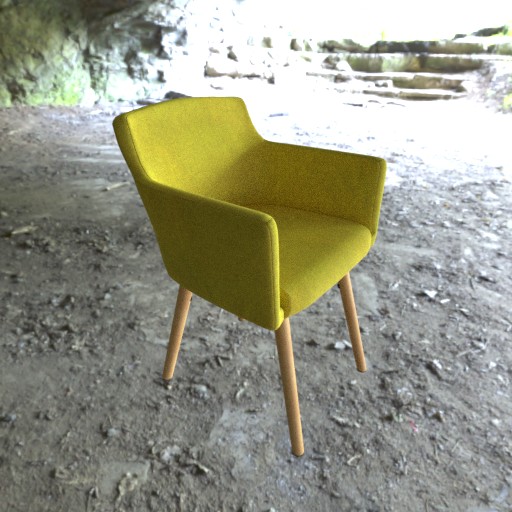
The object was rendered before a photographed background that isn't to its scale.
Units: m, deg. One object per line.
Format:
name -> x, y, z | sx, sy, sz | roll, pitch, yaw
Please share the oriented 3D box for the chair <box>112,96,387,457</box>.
chair -> 0.000, 0.000, 1.209 | 0.570, 0.780, 0.570 | 18, 32, 32
